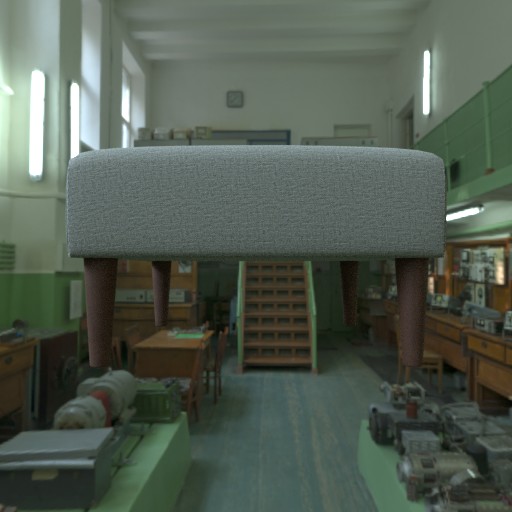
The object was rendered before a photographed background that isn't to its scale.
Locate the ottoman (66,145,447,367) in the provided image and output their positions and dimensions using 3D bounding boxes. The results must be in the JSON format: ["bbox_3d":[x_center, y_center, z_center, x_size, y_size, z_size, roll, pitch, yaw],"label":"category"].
[{"bbox_3d":[0.000,0.000,1.046,0.650,0.398,0.649,0,-1,0],"label":"ottoman"}]
